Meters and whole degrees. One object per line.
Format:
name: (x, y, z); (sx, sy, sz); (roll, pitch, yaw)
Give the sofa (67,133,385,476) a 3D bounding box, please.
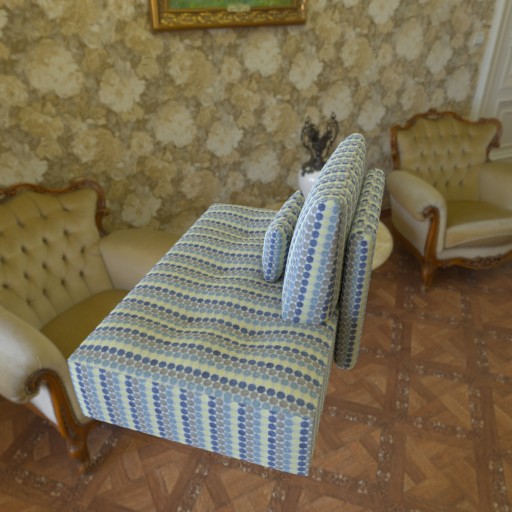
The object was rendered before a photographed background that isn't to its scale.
sofa: (0.000, 0.000, 1.973); (1.000, 0.820, 1.450); (9, 32, 14)
